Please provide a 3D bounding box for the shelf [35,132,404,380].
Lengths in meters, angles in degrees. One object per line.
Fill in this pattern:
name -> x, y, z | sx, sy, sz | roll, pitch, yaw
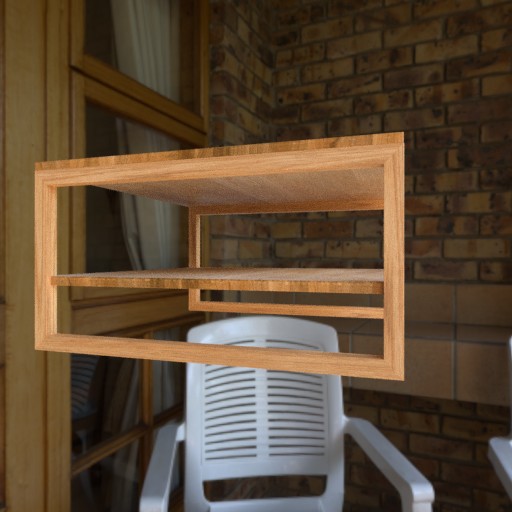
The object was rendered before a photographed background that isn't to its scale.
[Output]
shelf -> 0.000, 0.000, 1.422 | 0.899, 0.480, 0.899 | 0, 0, 18
